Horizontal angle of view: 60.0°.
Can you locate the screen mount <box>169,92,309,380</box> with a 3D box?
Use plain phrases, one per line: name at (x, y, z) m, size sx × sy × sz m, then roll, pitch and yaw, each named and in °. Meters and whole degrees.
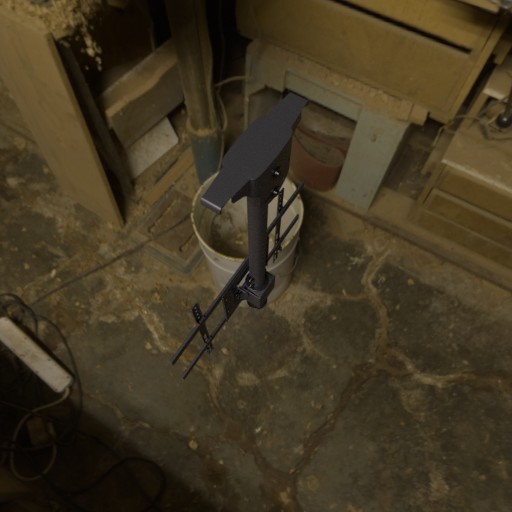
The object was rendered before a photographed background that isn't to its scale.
screen mount at (0.000, 0.000, 1.033) m, size 0.090 × 0.775 × 0.595 m, roll 30°, pitch 68°, yaw 14°
